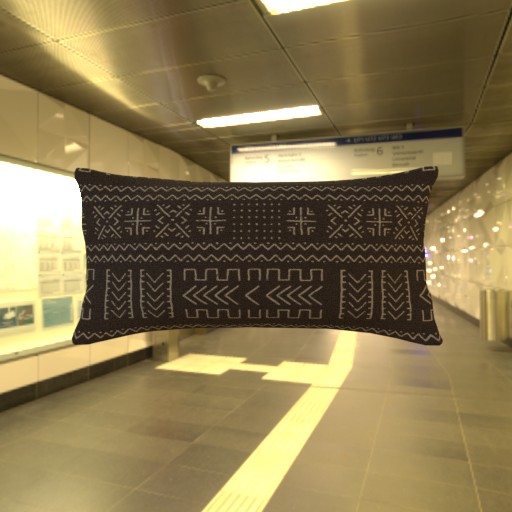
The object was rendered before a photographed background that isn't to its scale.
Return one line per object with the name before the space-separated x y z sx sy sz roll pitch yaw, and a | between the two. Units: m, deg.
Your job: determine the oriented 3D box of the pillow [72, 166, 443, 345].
pillow | 0.000 0.000 0.790 0.667 0.322 0.135 0 -1 1
